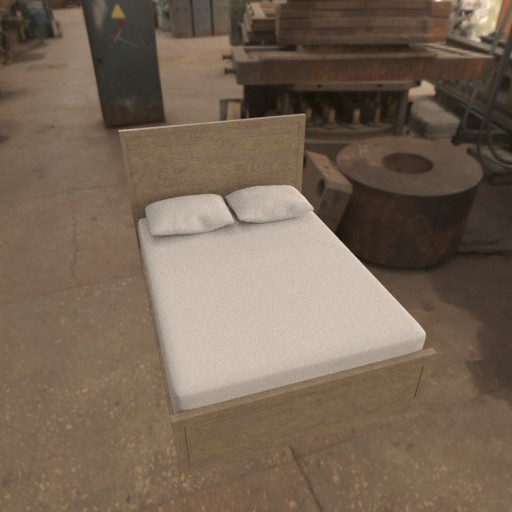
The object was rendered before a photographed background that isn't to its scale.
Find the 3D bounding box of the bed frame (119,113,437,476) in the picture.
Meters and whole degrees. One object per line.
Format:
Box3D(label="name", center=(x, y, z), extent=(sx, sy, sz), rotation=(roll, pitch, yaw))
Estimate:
Box3D(label="bed frame", center=(0.000, 0.000, 3.245), extent=(1.606, 1.369, 2.189), rotation=(-10, 34, -15))
